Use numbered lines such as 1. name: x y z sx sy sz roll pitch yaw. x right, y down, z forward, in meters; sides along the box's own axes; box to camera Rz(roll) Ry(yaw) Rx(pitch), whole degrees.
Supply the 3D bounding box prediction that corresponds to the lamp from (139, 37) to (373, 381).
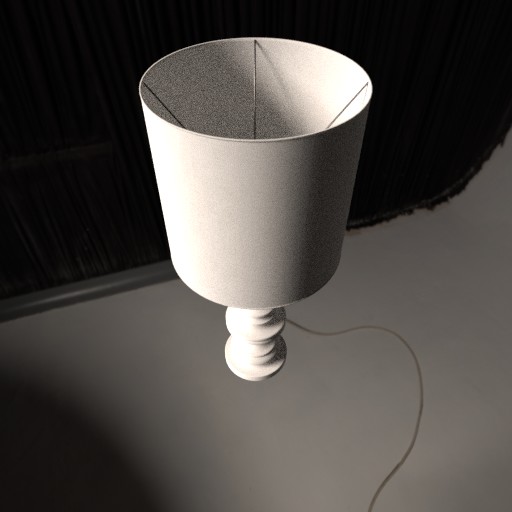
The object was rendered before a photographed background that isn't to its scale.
1. lamp: 0.000 0.000 0.564 0.208 0.455 0.208 -15 47 -14
